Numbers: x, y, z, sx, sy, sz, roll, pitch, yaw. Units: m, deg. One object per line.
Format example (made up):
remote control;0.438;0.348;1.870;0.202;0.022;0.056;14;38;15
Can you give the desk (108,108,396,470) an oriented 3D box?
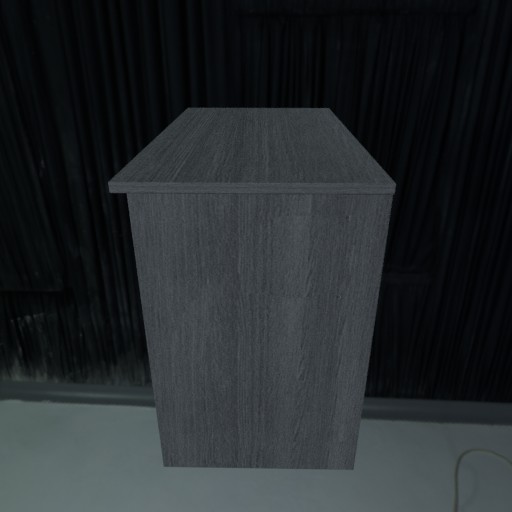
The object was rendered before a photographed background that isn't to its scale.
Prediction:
desk;0.000;0.000;1.326;0.498;0.724;0.893;0;26;1
